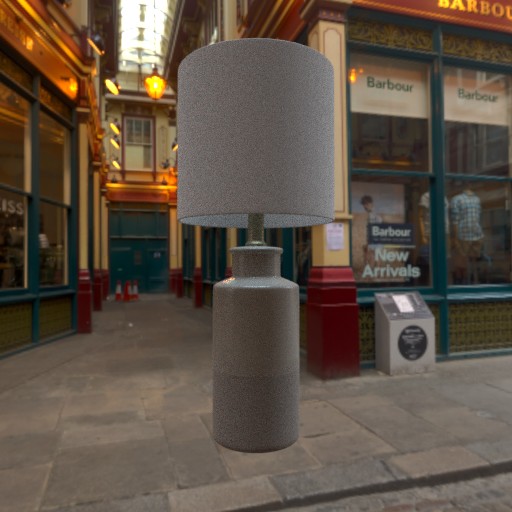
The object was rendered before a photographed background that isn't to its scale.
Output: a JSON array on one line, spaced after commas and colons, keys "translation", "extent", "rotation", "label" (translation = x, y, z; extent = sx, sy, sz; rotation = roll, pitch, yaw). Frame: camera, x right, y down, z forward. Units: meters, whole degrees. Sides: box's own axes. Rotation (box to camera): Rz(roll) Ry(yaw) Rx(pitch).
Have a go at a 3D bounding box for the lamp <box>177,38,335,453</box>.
[{"translation": [0.000, 0.000, 0.606], "extent": [0.212, 0.493, 0.212], "rotation": [0, -1, -18], "label": "lamp"}]
